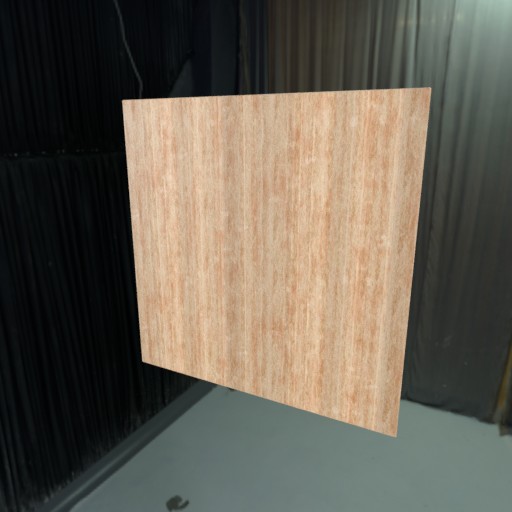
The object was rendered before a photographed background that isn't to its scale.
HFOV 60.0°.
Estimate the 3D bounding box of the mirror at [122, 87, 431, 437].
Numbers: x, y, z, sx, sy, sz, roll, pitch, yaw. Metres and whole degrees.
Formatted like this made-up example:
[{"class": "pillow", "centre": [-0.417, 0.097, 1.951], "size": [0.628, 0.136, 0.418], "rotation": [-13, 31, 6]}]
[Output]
[{"class": "mirror", "centre": [0.000, 0.000, 0.955], "size": [0.651, 0.651, 0.047], "rotation": [8, 18, 26]}]
